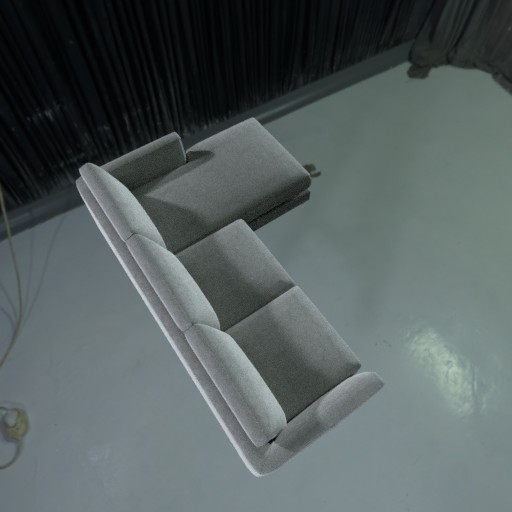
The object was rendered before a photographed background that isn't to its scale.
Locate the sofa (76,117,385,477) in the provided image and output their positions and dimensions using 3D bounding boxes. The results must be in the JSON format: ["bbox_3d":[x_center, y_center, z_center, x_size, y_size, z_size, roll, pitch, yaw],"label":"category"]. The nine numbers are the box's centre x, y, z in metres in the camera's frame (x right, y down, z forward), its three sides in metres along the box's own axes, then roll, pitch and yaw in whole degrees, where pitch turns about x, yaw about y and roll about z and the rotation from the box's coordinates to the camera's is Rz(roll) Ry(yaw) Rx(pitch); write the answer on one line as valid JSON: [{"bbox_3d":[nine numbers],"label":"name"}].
[{"bbox_3d":[0.000,0.000,3.167,1.626,0.864,2.438,-31,64,-17],"label":"sofa"}]
